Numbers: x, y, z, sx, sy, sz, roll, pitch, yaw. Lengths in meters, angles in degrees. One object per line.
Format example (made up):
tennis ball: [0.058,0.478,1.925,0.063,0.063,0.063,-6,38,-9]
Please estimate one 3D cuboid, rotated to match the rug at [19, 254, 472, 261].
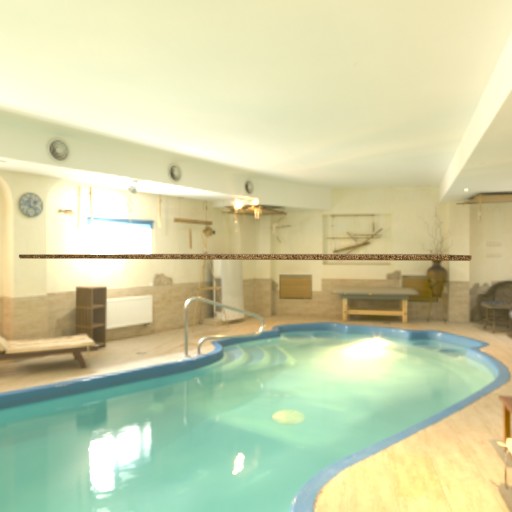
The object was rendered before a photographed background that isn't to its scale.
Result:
rug: [0.000,0.000,3.352,2.699,0.026,1.802,0,0,17]
